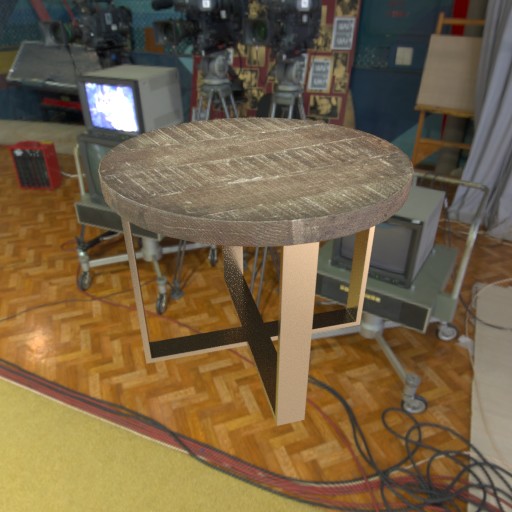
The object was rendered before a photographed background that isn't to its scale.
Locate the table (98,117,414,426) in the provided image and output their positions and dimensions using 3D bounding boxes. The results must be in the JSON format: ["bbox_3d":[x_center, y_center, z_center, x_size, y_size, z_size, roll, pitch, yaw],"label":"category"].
[{"bbox_3d":[0.000,0.000,0.932,0.557,0.437,0.557,0,31,0],"label":"table"}]
